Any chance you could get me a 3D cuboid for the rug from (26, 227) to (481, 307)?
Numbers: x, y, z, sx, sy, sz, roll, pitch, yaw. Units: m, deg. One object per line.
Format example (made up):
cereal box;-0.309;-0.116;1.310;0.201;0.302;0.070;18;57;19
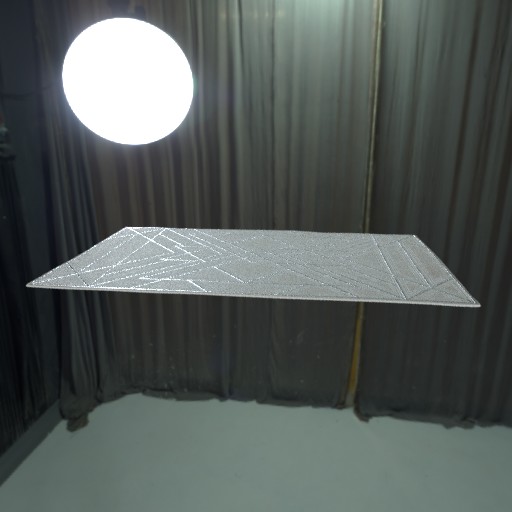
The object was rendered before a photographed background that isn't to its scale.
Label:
rug;0.000;0.000;1.077;0.869;0.008;0.511;2;17;7
